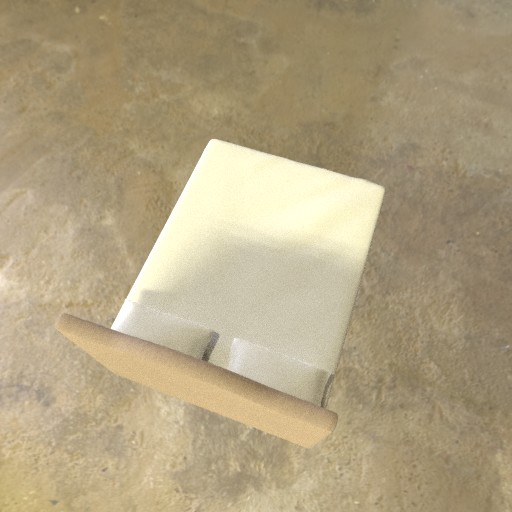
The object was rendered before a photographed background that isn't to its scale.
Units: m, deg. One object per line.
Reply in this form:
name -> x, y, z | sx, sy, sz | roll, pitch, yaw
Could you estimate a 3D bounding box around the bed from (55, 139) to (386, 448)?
bed -> 0.000, 0.000, 3.502 | 1.821, 1.436, 2.282 | 18, 65, 9
